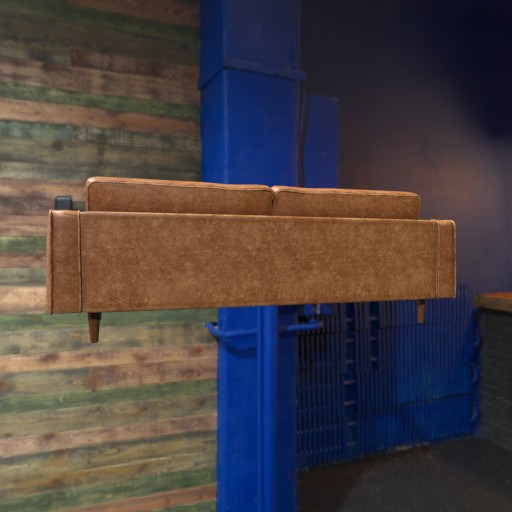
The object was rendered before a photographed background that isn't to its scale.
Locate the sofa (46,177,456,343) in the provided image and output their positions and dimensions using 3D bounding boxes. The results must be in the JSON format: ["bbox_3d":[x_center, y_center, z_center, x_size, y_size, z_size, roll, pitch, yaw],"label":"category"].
[{"bbox_3d":[0.000,0.000,2.643,2.199,0.779,0.886,0,1,-18],"label":"sofa"}]
